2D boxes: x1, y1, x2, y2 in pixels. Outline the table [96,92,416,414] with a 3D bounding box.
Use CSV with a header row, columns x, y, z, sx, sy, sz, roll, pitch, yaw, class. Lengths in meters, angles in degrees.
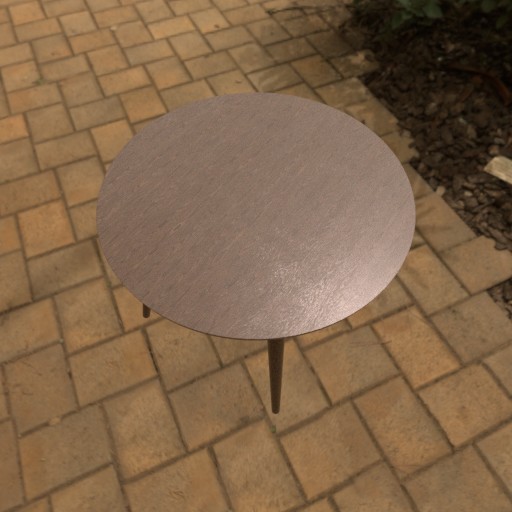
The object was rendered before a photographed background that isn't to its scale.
x,y,z,sx,sy,sz,roll,pitch,yaw,class
0.000,0.000,1.817,1.053,0.786,1.053,0,57,0,table
